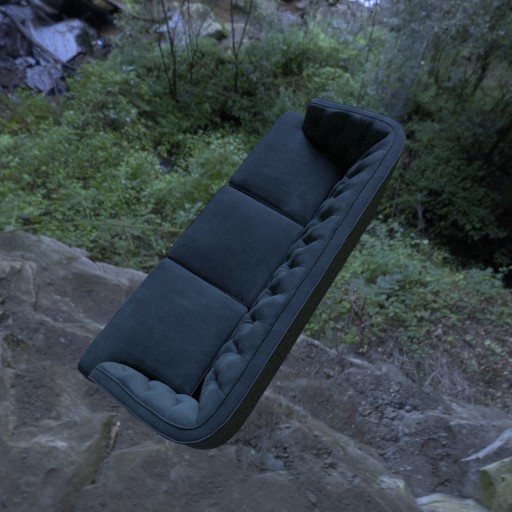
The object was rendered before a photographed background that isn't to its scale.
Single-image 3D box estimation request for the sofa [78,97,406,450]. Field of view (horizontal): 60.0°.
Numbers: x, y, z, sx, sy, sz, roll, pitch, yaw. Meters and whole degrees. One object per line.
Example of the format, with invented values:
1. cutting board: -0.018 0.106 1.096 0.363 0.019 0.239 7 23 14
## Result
1. sofa: 0.000 0.000 2.767 0.941 0.855 2.278 30 67 14
